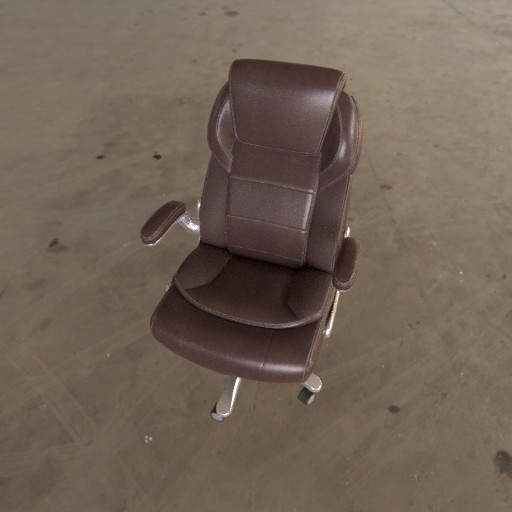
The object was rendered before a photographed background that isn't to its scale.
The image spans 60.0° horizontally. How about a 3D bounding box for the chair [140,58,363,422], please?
[{"bbox_3d":[0.000,0.000,1.618,0.733,1.160,0.774,13,44,14],"label":"chair"}]
